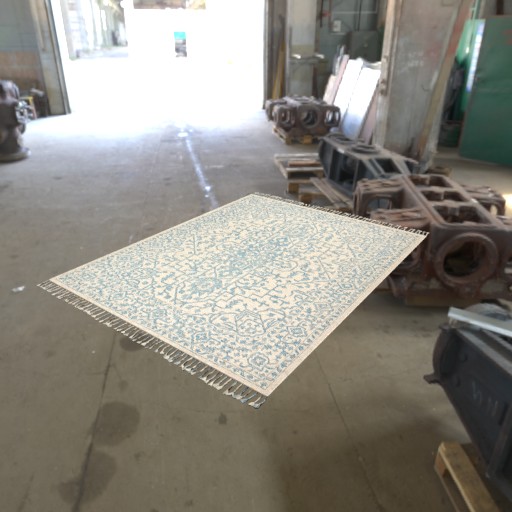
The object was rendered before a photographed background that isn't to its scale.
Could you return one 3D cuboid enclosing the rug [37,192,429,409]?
[{"bbox_3d":[0.000,0.000,4.469,2.464,0.010,3.327,18,32,32],"label":"rug"}]
